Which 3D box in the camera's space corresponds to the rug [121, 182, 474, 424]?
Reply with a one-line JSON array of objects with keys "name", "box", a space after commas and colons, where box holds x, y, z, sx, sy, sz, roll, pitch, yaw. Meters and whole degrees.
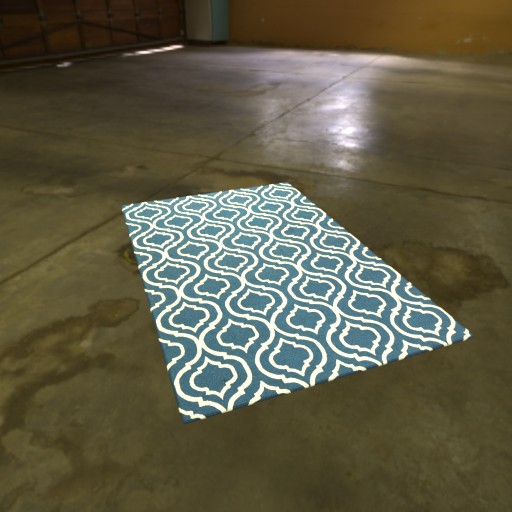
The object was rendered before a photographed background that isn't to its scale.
[{"name": "rug", "box": [0.000, 0.000, 2.241, 1.143, 0.010, 1.753, -11, 32, -18]}]
